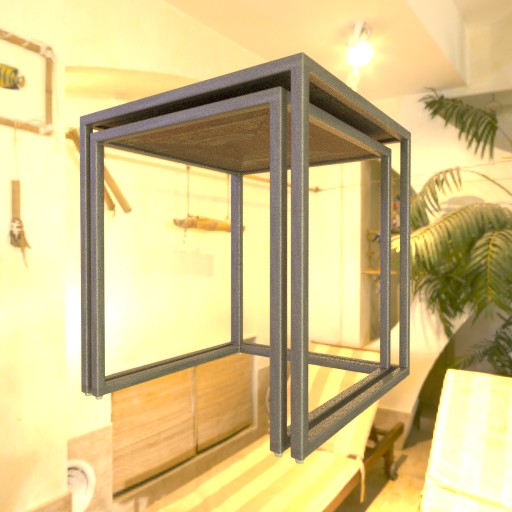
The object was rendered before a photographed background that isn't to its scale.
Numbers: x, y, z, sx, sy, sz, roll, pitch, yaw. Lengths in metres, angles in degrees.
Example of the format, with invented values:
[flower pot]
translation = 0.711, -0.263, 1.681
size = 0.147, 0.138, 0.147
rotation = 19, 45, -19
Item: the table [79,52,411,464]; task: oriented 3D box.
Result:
[table]
translation = 0.000, 0.000, 0.842
size = 0.450, 0.500, 0.449
rotation = 1, 1, 35
